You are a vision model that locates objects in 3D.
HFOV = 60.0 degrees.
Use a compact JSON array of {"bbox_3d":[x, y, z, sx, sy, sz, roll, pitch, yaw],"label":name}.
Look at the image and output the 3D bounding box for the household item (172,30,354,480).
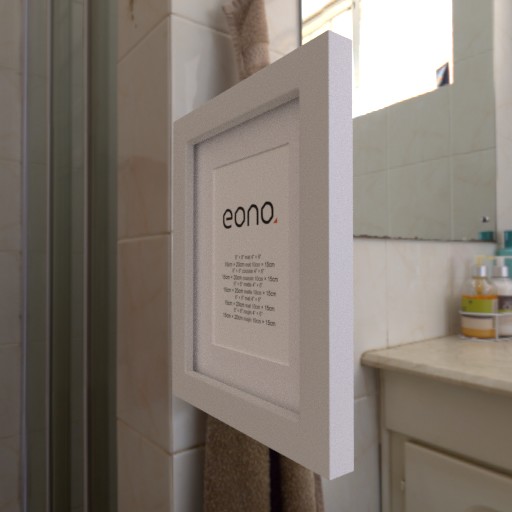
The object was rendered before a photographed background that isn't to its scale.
[{"bbox_3d":[0.000,0.000,0.339,0.045,0.250,0.200,1,-1,-36],"label":"household item"}]
